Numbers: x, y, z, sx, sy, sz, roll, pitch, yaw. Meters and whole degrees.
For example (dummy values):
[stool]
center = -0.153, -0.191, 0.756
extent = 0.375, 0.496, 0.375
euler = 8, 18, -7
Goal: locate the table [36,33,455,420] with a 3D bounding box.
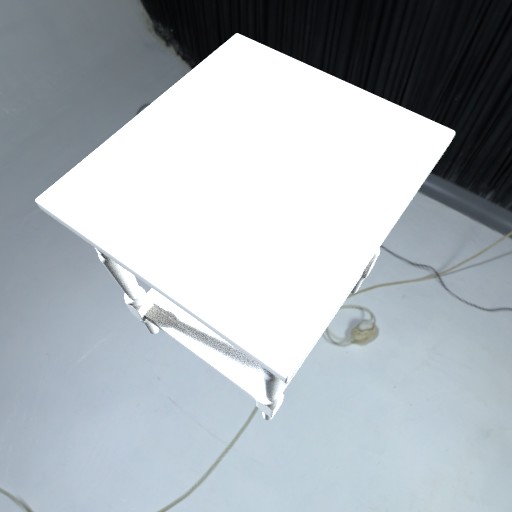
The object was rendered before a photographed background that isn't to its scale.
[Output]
[table]
center = 0.000, 0.000, 0.919
extent = 0.442, 0.565, 0.488
euler = 32, 65, 17
